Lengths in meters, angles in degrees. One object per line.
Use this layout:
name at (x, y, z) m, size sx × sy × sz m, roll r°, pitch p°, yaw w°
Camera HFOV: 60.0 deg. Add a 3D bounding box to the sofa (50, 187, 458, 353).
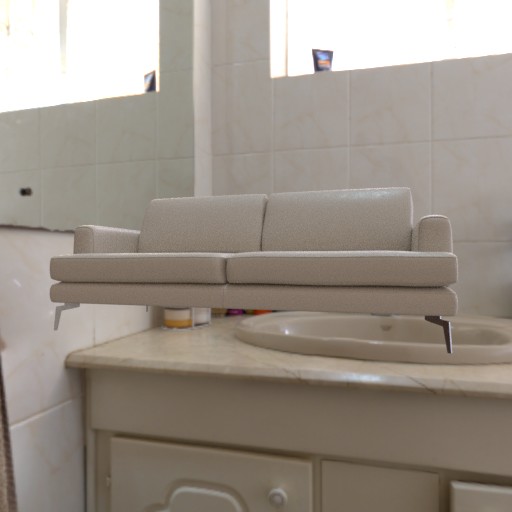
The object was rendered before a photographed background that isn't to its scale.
sofa at (0.000, 0.000, 2.434) m, size 1.940 × 0.765 × 0.974 m, roll 0°, pitch -1°, yaw 18°
